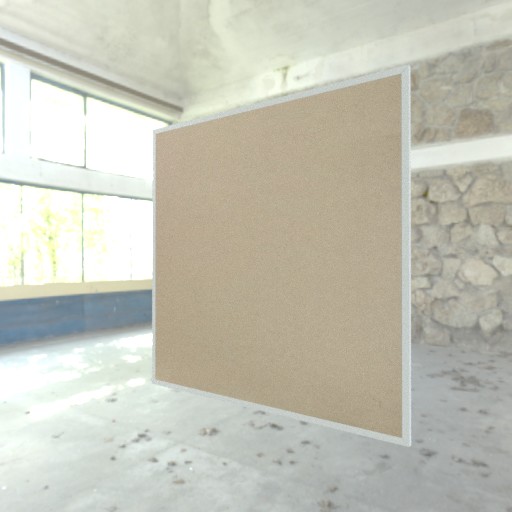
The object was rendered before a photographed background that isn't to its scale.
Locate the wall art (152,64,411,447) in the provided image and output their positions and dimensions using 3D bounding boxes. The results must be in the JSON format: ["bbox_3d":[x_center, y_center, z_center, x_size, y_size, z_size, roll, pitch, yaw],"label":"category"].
[{"bbox_3d":[0.000,0.000,1.180,0.809,0.809,0.012,0,0,36],"label":"wall art"}]
